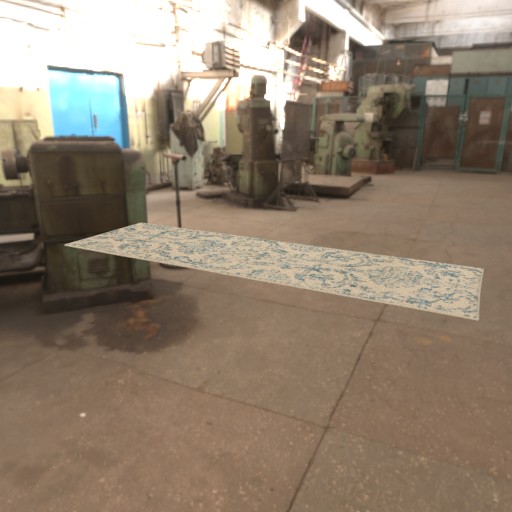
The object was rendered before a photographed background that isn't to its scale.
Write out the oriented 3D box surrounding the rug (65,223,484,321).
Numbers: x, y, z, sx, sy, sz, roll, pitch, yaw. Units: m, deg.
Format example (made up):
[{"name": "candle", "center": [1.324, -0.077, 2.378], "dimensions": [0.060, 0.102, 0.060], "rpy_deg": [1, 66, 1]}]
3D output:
[{"name": "rug", "center": [0.000, 0.000, 2.393], "dimensions": [2.196, 0.011, 0.662], "rpy_deg": [9, 19, 26]}]
